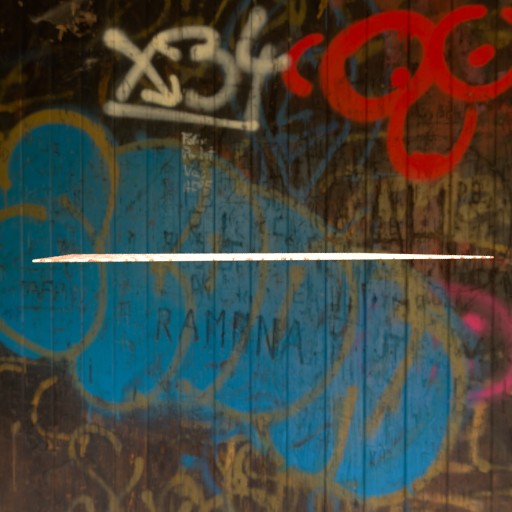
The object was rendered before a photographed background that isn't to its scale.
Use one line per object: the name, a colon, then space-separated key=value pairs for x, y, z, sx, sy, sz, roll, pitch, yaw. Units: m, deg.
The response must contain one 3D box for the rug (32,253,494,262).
rug: x=0.000 y=0.000 z=2.951 sx=2.435 sy=0.011 sz=1.517 roll=0 pitch=1 yaw=-17
